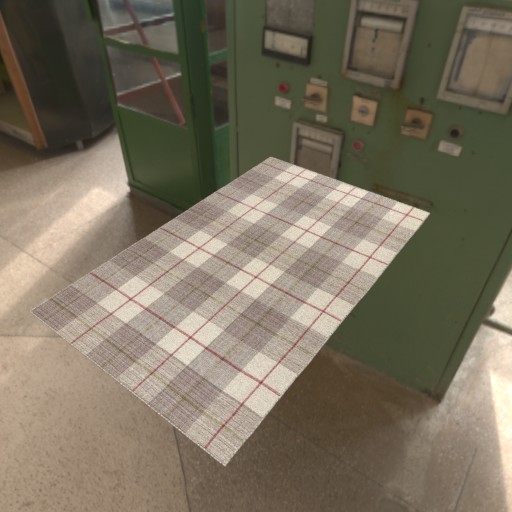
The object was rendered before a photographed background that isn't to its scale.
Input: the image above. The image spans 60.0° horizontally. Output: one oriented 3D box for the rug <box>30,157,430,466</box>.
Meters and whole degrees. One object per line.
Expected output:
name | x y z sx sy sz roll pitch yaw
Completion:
rug | 0.000 0.000 3.052 1.549 0.010 2.464 26 47 27
